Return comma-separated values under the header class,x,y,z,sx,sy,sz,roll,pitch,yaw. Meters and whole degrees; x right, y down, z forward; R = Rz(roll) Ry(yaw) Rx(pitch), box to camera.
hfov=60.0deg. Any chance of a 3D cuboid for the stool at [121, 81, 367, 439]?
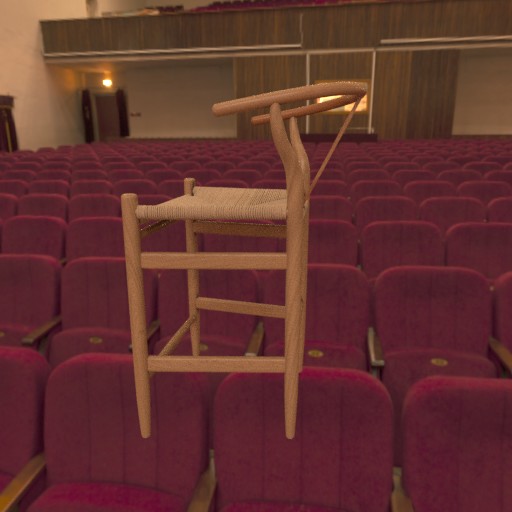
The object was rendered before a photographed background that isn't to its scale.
class,x,y,z,sx,sy,sz,roll,pitch,yaw
stool,0.000,0.000,1.296,0.575,0.923,0.536,2,15,9
